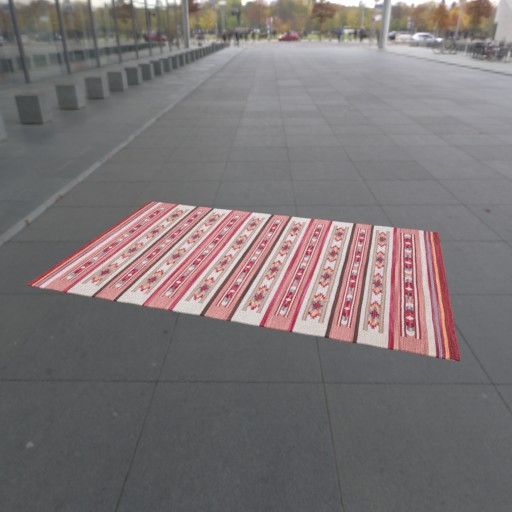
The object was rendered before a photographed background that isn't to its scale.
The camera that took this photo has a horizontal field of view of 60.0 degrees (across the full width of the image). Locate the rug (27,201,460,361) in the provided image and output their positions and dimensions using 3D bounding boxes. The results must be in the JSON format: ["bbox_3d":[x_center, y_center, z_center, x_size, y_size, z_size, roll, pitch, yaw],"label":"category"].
[{"bbox_3d":[0.000,0.000,3.017,2.431,0.010,1.535,8,28,15],"label":"rug"}]
